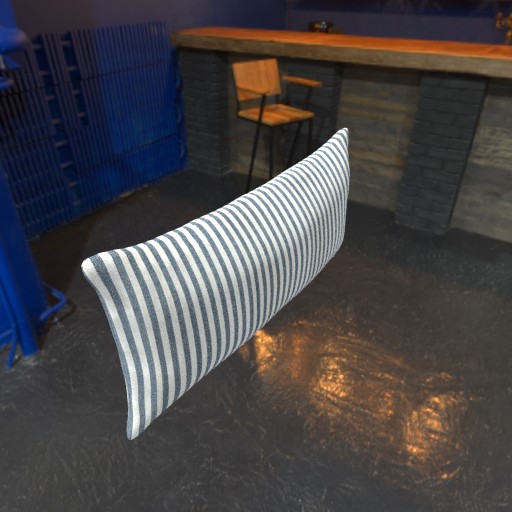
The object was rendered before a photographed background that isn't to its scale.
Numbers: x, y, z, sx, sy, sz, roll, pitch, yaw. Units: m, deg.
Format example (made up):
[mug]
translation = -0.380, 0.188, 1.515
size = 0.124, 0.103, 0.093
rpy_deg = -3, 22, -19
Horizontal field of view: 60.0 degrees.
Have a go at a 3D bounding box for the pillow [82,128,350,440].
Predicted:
[pillow]
translation = 0.000, 0.000, 0.746
size = 0.151, 0.295, 0.617
rpy_deg = 21, 37, 30
